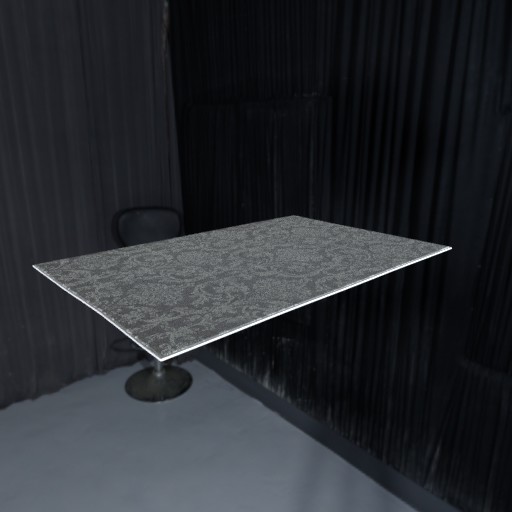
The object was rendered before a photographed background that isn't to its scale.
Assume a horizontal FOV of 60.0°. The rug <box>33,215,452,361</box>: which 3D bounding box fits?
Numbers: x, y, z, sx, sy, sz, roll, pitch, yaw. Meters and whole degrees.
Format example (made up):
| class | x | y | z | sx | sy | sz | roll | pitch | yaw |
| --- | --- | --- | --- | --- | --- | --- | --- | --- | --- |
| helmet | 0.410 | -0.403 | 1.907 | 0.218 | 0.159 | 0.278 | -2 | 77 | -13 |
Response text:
| class | x | y | z | sx | sy | sz | roll | pitch | yaw |
| --- | --- | --- | --- | --- | --- | --- | --- | --- | --- |
| rug | 0.000 | 0.000 | 3.457 | 2.746 | 0.018 | 1.819 | -14 | 22 | -40 |
